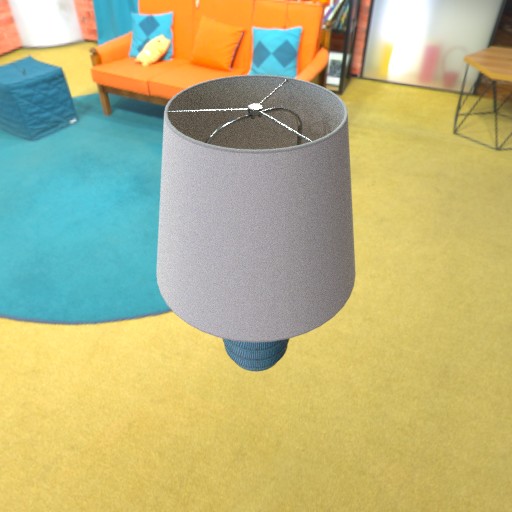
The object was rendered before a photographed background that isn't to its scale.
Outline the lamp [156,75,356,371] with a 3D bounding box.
[{"bbox_3d":[0.000,0.000,0.566,0.254,0.392,0.254,0,42,0],"label":"lamp"}]
